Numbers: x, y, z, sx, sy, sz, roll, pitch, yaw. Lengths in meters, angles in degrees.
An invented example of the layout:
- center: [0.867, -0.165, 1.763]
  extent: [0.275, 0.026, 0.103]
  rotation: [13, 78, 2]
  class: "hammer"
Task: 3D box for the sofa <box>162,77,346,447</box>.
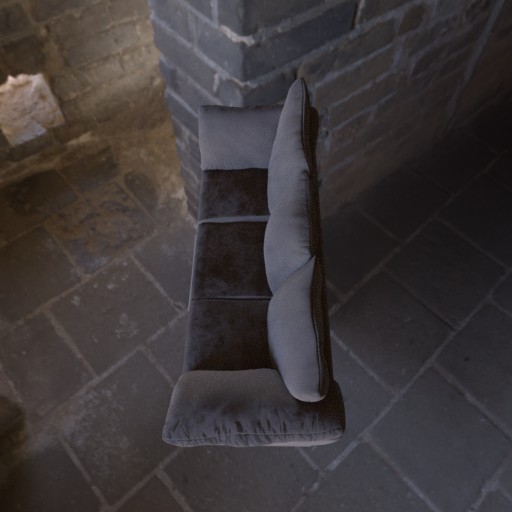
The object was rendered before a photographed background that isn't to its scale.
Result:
- center: [0.000, 0.000, 2.856]
  extent: [0.878, 1.073, 2.336]
  rotation: [1, 59, 0]
  class: "sofa"
